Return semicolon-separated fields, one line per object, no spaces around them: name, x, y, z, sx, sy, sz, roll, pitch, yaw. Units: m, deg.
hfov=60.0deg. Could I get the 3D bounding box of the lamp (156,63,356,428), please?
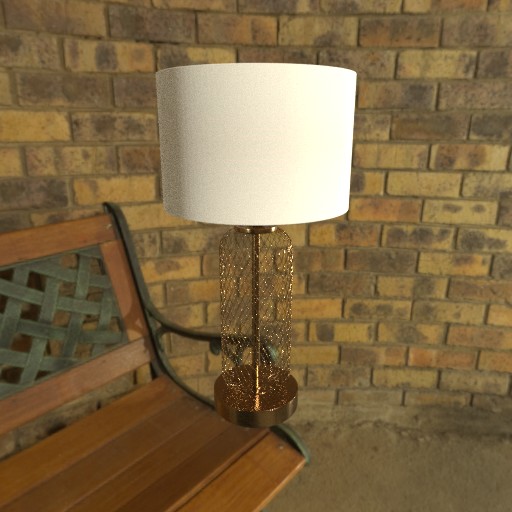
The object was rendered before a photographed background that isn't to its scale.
lamp;0.000;0.000;0.638;0.252;0.483;0.252;2;17;8
